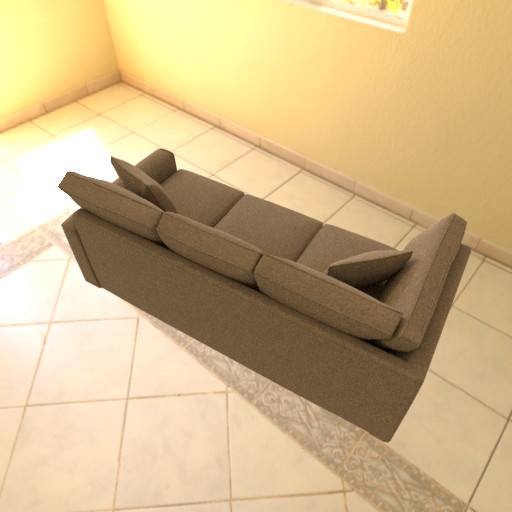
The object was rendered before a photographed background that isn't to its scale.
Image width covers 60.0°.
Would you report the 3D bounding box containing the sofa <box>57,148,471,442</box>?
[{"bbox_3d":[0.000,0.000,2.843,2.317,0.962,1.061,24,51,21],"label":"sofa"}]
